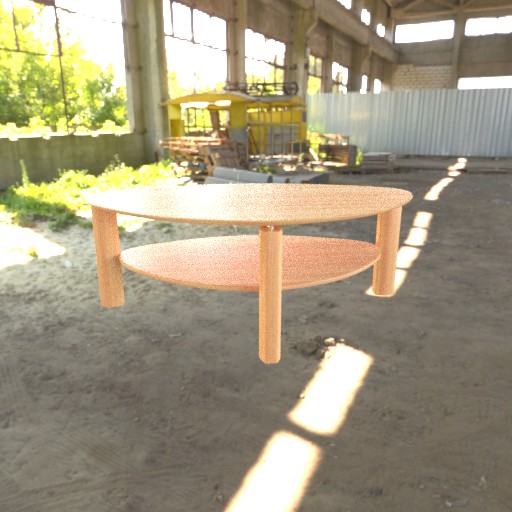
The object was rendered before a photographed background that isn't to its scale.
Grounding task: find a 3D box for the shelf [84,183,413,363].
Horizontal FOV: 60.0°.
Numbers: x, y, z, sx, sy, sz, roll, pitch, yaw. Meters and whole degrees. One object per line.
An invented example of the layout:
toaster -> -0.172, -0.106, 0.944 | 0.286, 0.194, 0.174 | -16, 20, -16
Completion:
shelf -> 0.000, 0.000, 1.662 | 1.246, 0.440, 0.845 | -2, 16, -6
